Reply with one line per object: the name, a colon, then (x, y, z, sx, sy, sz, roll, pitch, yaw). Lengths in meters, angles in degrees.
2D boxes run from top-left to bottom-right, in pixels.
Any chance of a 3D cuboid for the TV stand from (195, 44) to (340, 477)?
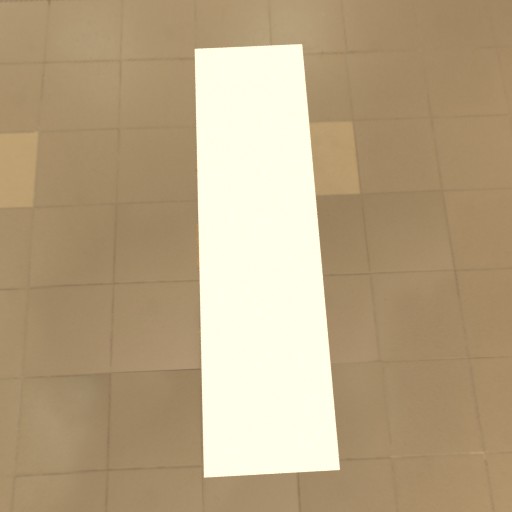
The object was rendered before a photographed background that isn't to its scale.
TV stand: (0.000, 0.000, 1.682, 0.401, 0.560, 1.398, -3, 76, -1)
